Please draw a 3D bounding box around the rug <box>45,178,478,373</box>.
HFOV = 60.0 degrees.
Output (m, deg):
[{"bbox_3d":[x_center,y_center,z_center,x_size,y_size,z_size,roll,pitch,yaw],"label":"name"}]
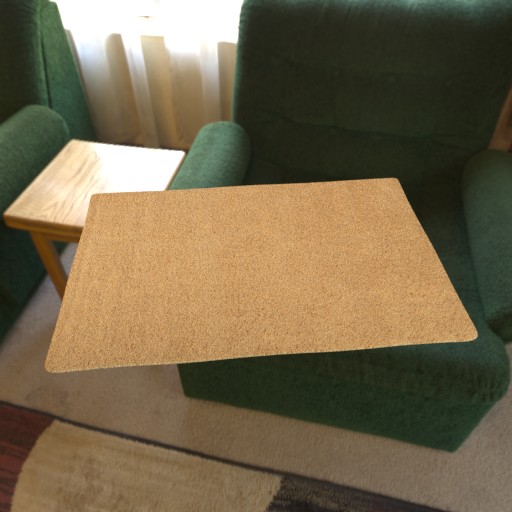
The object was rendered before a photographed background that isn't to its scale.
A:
[{"bbox_3d":[0.000,0.000,2.890,2.349,0.025,1.500,-4,46,-3],"label":"rug"}]
